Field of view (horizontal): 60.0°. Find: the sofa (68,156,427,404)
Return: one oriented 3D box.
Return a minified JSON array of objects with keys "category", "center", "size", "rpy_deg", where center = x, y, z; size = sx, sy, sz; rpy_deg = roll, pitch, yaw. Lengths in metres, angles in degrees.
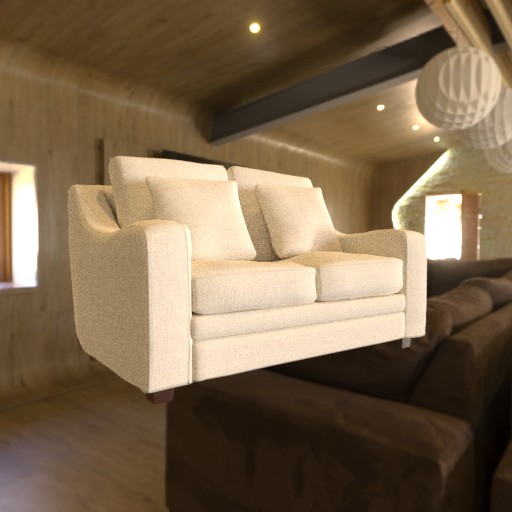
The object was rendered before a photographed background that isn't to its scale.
[{"category":"sofa","center":[0.000,0.000,2.404],"size":[1.744,1.047,1.040],"rpy_deg":[-1,2,-36]}]
